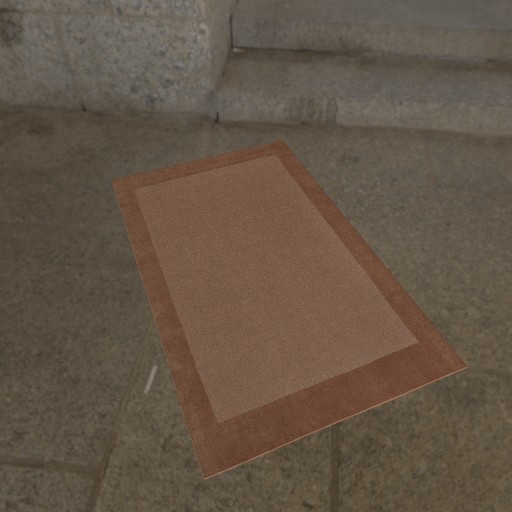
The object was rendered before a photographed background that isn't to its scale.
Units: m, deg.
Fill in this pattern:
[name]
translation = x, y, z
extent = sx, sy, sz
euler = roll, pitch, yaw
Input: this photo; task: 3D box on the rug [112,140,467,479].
[rug]
translation = 0.000, 0.000, 3.017
extent = 1.524, 0.014, 2.438
euler = -17, 49, -15
